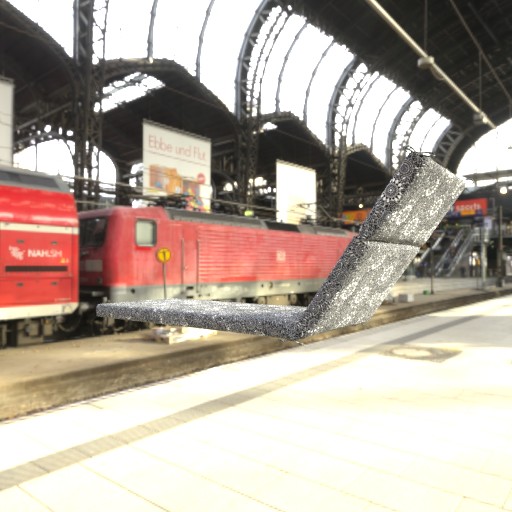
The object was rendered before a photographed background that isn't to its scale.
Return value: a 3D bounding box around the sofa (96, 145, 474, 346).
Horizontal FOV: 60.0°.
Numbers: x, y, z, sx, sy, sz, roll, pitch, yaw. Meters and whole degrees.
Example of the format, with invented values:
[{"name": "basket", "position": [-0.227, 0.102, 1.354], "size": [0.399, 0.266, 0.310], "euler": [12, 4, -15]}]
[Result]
[{"name": "sofa", "position": [0.000, 0.000, 1.952], "size": [1.663, 0.622, 0.582], "euler": [-1, -2, 37]}]
